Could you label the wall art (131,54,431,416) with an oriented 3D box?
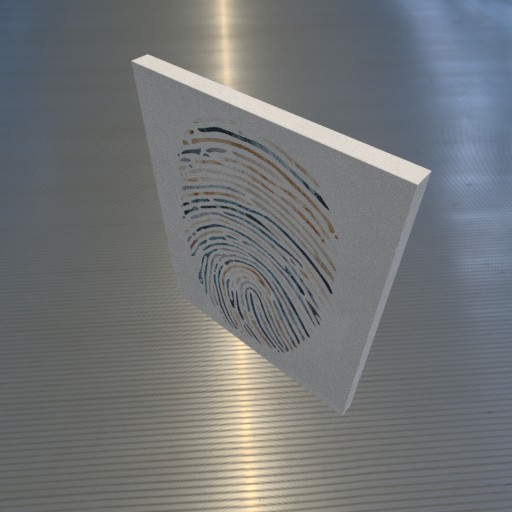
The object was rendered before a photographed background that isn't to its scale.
[{"bbox_3d":[0.000,0.000,0.839,0.508,0.606,0.037,32,54,27],"label":"wall art"}]
